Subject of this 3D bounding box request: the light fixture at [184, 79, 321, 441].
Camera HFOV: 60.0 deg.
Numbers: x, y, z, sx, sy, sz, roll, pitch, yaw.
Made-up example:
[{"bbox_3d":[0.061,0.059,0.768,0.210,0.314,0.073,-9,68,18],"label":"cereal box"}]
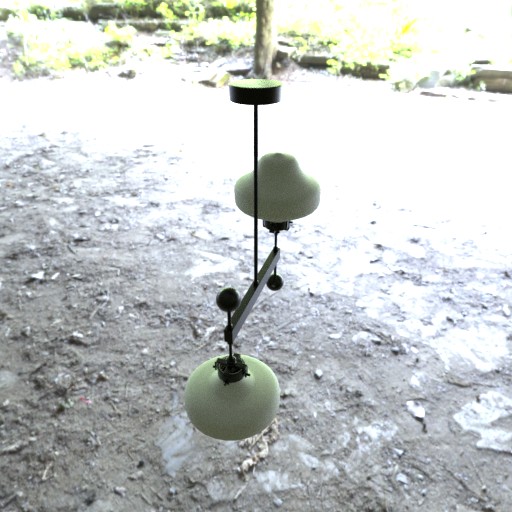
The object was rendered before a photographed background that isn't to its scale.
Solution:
[{"bbox_3d":[0.000,0.000,1.012,0.422,0.743,0.489,-10,32,-16],"label":"light fixture"}]
